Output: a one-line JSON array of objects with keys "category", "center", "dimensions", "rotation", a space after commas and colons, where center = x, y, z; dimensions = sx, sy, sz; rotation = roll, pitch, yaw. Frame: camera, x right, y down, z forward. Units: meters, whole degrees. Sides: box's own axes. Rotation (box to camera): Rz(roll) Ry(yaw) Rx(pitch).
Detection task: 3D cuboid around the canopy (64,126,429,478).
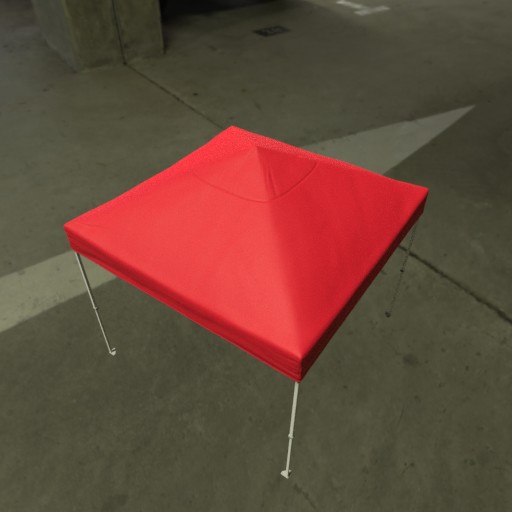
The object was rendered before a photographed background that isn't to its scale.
[{"category": "canopy", "center": [0.000, 0.000, 5.510], "dimensions": [2.998, 2.997, 2.996], "rotation": [25, 47, 26]}]
